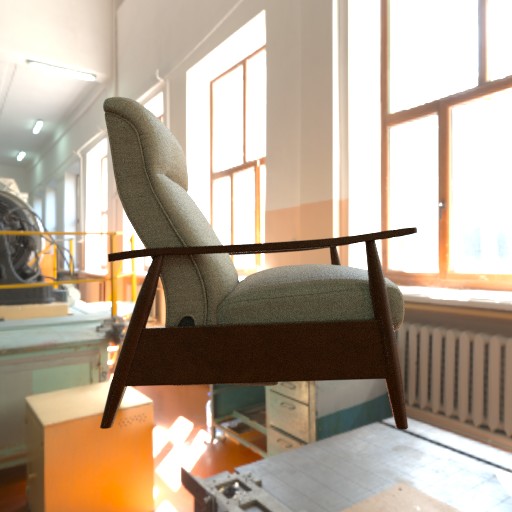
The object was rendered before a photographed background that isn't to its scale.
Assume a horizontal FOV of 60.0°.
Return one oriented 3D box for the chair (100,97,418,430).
[{"bbox_3d":[0.000,0.000,1.751,1.014,1.082,0.762,0,0,0],"label":"chair"}]
